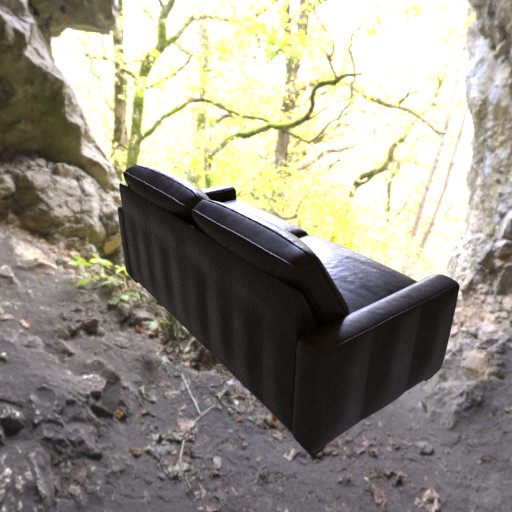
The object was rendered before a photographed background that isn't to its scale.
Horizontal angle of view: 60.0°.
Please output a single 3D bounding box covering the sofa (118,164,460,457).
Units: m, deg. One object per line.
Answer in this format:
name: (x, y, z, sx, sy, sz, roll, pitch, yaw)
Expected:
sofa: (0.000, 0.000, 2.660, 0.939, 0.916, 2.081, -17, 31, -32)
